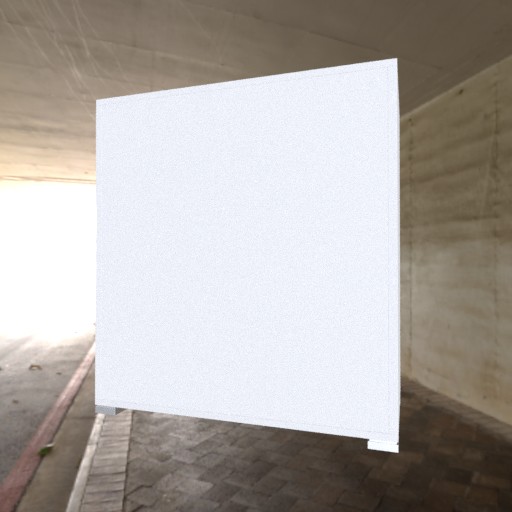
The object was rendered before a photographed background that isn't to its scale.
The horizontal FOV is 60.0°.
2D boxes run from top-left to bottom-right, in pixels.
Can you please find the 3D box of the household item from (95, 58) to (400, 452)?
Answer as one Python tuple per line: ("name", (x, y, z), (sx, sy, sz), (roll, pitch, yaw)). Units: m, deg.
("household item", (0.000, 0.000, 1.303), (0.800, 0.870, 0.420), (0, -1, 19))
